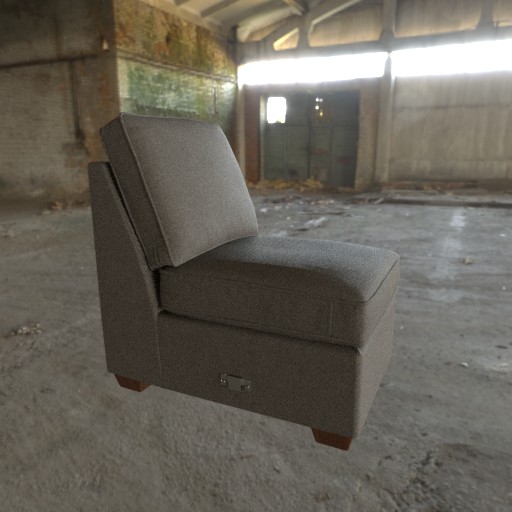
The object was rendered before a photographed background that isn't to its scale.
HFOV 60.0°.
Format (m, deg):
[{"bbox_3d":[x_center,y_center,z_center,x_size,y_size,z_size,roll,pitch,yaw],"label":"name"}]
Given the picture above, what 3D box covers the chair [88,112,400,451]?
[{"bbox_3d":[0.000,0.000,1.583,0.938,0.970,0.621,6,15,25],"label":"chair"}]
